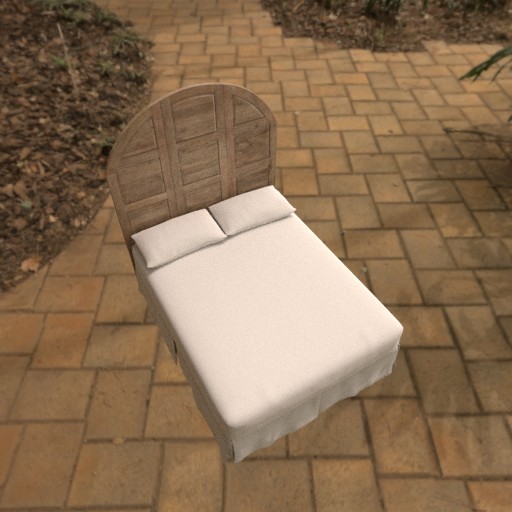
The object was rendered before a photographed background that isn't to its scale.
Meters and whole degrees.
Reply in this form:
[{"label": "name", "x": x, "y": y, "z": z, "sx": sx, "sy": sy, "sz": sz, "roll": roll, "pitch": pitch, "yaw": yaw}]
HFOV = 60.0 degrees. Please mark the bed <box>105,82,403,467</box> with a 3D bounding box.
[{"label": "bed", "x": 0.000, "y": 0.000, "z": 3.575, "sx": 1.713, "sy": 2.002, "sz": 2.112, "roll": -23, "pitch": 50, "yaw": -20}]
